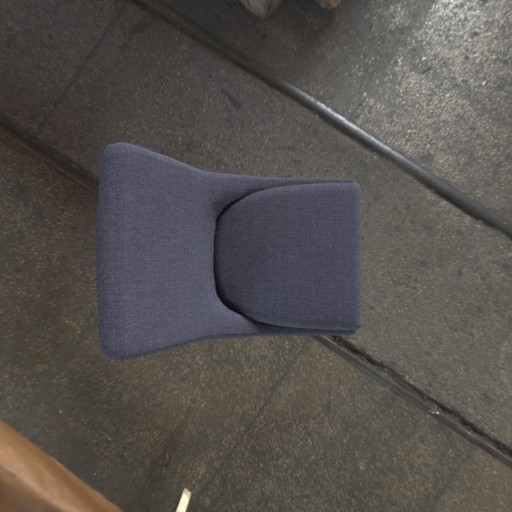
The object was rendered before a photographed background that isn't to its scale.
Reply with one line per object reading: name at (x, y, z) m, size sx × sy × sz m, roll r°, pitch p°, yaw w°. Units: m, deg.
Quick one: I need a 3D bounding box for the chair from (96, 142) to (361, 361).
chair at (0.000, 0.000, 1.368) m, size 0.655 × 0.952 × 0.508 m, roll 0°, pitch 89°, yaw 0°
